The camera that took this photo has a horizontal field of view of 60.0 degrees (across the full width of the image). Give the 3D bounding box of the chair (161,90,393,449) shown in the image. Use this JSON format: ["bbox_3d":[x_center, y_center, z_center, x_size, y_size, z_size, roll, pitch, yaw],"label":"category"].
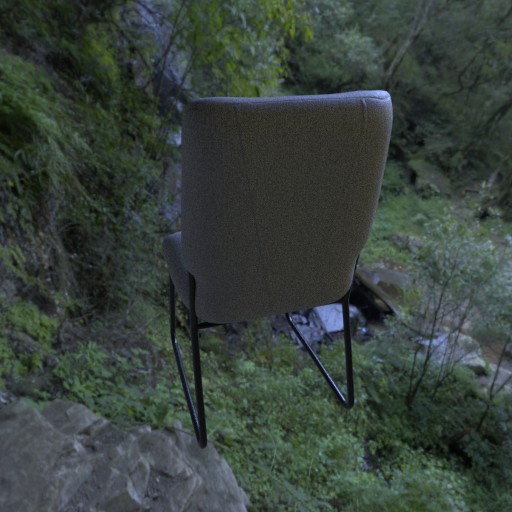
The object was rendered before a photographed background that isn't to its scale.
[{"bbox_3d":[0.000,0.000,1.168,0.448,0.864,0.560,-9,29,-16],"label":"chair"}]
